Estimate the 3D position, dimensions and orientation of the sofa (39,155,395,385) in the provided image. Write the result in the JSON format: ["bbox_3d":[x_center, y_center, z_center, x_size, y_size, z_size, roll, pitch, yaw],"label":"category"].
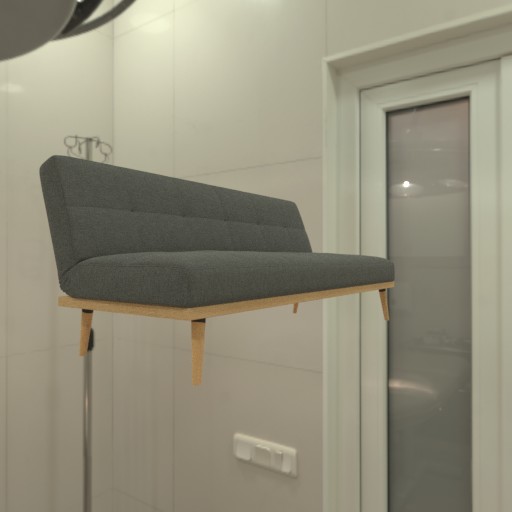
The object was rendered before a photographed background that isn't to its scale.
[{"bbox_3d":[0.000,0.000,2.207,0.820,0.770,1.820,0,0,35],"label":"sofa"}]
